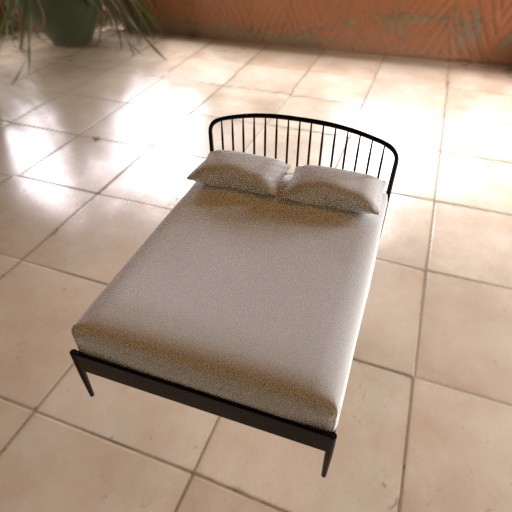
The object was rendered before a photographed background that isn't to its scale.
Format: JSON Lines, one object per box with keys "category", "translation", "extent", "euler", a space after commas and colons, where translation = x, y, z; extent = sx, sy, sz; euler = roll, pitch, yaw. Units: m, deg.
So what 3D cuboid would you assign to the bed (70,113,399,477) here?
{"category": "bed", "translation": [0.000, 0.000, 3.128], "extent": [1.618, 1.166, 2.159], "euler": [13, 43, 14]}
